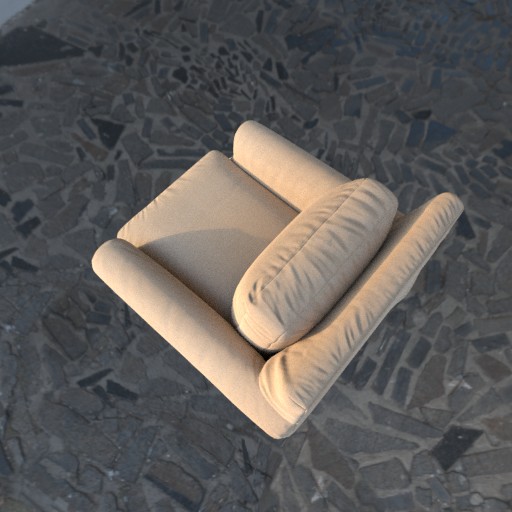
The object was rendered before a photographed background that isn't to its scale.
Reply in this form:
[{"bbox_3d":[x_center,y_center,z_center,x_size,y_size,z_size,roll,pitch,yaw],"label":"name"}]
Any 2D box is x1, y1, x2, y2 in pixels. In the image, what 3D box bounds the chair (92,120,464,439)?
[{"bbox_3d":[0.000,0.000,1.728,1.066,0.866,0.940,38,69,17],"label":"chair"}]
